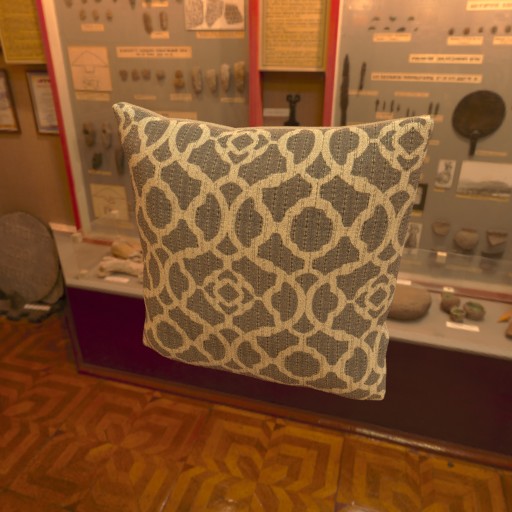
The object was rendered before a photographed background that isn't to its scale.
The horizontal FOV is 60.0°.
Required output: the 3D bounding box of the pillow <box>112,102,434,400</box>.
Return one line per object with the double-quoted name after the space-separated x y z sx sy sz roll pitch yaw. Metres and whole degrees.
0.000 0.000 0.779 0.508 0.498 0.215 8 27 16 "pillow"
